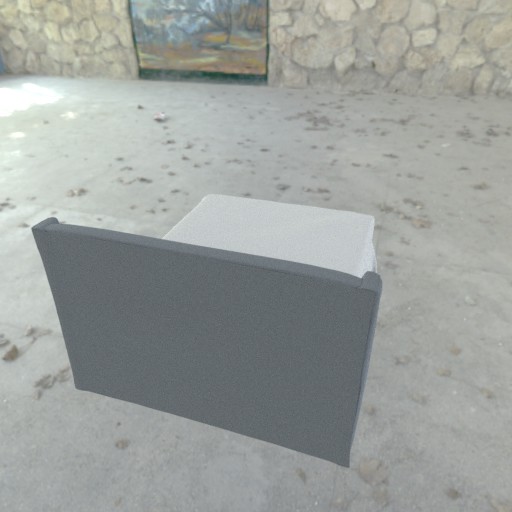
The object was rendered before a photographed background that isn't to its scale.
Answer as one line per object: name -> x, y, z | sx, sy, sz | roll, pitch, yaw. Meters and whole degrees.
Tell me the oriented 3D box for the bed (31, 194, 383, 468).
bed -> 0.000, 0.000, 3.444 | 1.925, 1.332, 2.276 | 10, 32, 16
